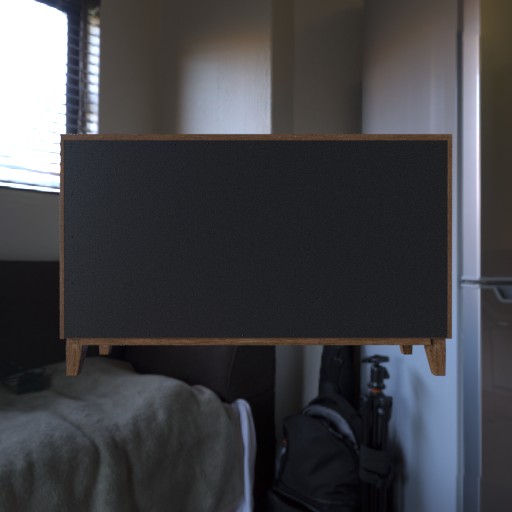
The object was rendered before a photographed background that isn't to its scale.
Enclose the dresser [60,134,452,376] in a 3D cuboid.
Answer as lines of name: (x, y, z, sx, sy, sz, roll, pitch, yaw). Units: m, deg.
dresser: (0.000, 0.000, 1.803, 1.400, 0.873, 0.446, 0, 0, 0)
